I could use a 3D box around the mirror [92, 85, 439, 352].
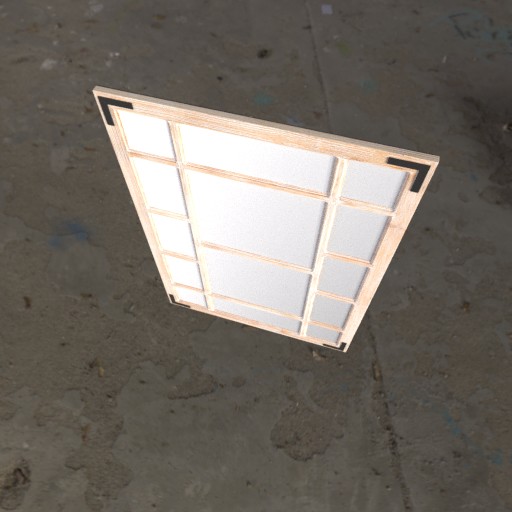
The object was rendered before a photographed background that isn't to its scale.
[{"bbox_3d":[0.000,0.000,1.291,0.705,0.996,0.025,14,59,9],"label":"mirror"}]
